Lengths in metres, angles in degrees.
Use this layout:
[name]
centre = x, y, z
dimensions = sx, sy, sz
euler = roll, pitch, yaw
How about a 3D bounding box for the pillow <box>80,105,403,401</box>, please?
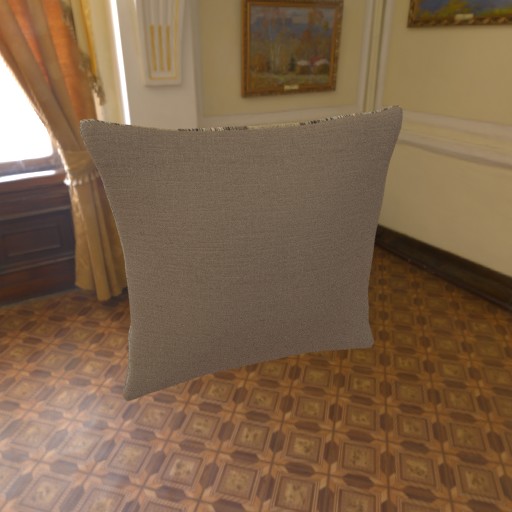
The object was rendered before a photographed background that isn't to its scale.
[pillow]
centre = 0.000, 0.000, 0.660
dimensions = 0.435, 0.416, 0.189
euler = -8, 27, -16
